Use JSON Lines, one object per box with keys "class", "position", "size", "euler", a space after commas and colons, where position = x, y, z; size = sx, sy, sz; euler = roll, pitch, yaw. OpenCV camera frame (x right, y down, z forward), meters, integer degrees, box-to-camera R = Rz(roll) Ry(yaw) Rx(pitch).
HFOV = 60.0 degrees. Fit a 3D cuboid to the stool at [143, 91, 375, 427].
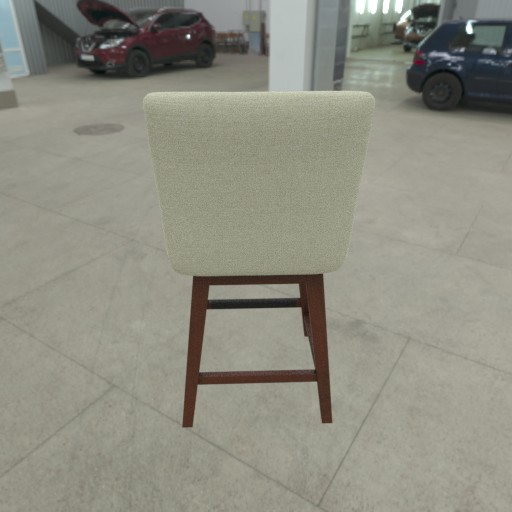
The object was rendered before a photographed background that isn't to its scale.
{"class": "stool", "position": [0.000, 0.000, 1.299], "size": [0.469, 0.991, 0.559], "euler": [-1, 29, -2]}
